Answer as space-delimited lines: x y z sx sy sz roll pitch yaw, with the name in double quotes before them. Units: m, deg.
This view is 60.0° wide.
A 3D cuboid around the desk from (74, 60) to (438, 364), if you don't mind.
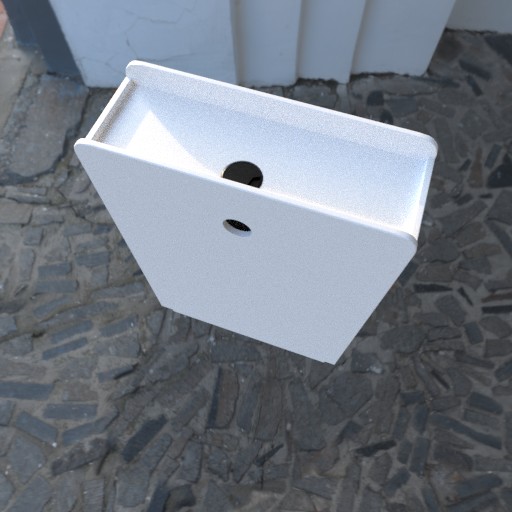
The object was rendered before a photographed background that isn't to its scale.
"desk" 0.000 0.000 1.520 0.795 1.190 0.278 17 65 8
